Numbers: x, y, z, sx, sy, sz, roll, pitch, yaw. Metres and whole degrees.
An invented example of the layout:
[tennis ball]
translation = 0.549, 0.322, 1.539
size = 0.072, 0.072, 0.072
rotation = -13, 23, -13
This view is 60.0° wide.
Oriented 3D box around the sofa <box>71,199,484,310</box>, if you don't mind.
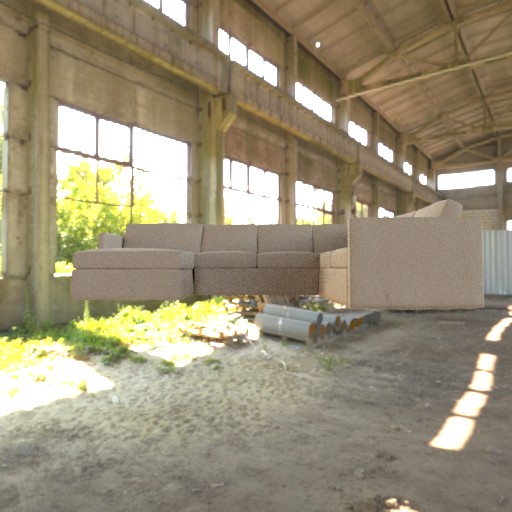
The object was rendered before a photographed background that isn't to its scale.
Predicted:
[sofa]
translation = 0.000, 0.000, 4.578
size = 3.528, 0.878, 2.476
rotation = 0, -1, 0
